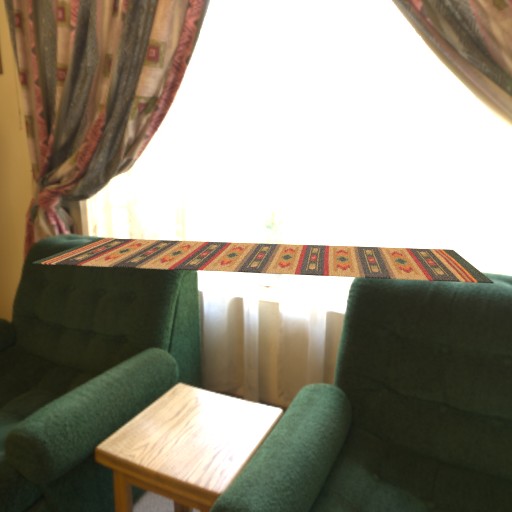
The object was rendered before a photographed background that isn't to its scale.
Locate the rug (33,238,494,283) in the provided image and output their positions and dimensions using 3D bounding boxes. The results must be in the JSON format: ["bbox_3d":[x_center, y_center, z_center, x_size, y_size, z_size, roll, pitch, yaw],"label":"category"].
[{"bbox_3d":[0.000,0.000,2.677,2.440,0.009,0.760,2,13,9],"label":"rug"}]
